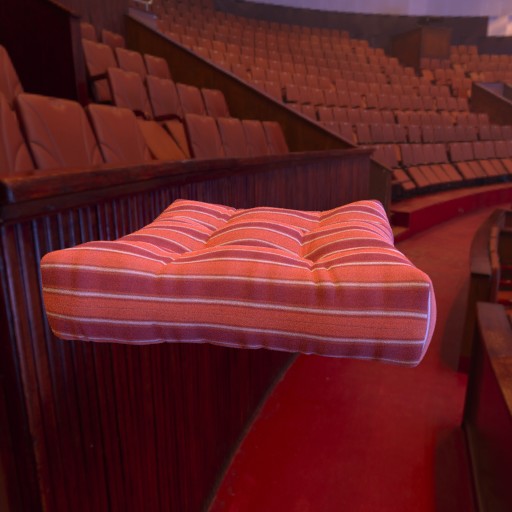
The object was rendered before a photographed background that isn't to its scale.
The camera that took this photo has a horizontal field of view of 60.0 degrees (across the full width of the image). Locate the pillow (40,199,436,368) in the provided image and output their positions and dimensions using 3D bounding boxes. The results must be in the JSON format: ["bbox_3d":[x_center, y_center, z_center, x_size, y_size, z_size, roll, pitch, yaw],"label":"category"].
[{"bbox_3d":[0.000,0.000,0.718,0.468,0.133,0.490,2,15,9],"label":"pillow"}]
